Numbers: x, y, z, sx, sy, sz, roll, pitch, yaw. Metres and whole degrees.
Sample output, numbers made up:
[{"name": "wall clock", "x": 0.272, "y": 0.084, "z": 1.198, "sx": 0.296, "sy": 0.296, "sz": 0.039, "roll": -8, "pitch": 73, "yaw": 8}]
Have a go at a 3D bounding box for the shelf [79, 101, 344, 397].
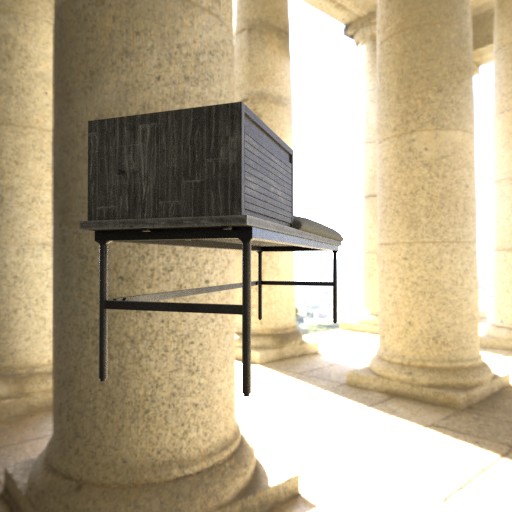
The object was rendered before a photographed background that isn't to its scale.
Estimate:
[{"name": "shelf", "x": 0.000, "y": 0.000, "z": 1.619, "sx": 0.457, "sy": 0.633, "sz": 1.342, "roll": 0, "pitch": -1, "yaw": 19}]
